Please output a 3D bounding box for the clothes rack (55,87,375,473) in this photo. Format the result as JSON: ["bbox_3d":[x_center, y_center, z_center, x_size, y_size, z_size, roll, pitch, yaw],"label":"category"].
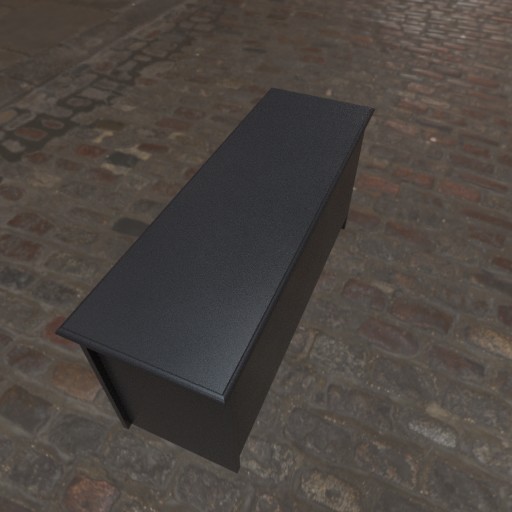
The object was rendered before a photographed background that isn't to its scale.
[{"bbox_3d":[0.000,0.000,1.468,0.406,0.556,1.219,18,49,16],"label":"clothes rack"}]
